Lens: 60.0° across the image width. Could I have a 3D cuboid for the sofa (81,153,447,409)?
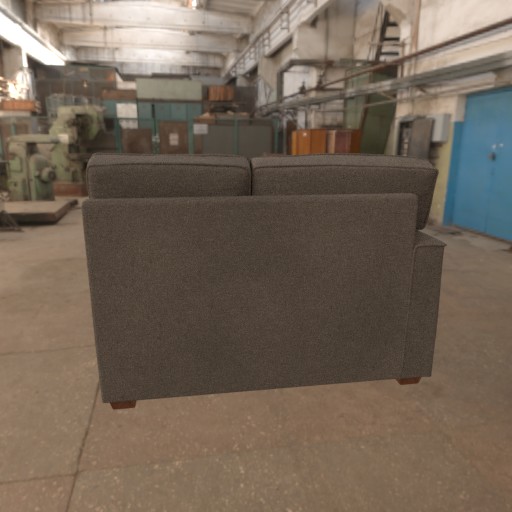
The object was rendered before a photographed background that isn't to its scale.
[{"bbox_3d":[0.000,0.000,2.133,1.388,0.989,0.991,-2,15,-8],"label":"sofa"}]
